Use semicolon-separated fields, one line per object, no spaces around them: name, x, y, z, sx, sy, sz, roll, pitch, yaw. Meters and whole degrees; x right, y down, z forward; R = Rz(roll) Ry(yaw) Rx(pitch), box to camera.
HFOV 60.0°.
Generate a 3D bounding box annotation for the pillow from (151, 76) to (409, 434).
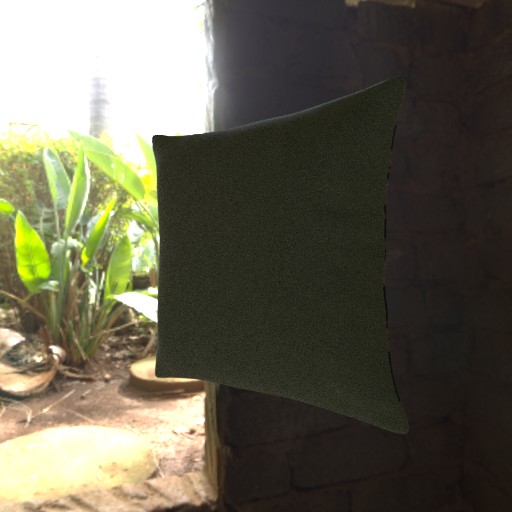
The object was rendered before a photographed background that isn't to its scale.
pillow;0.000;0.000;0.777;0.525;0.508;0.166;0;0;36
